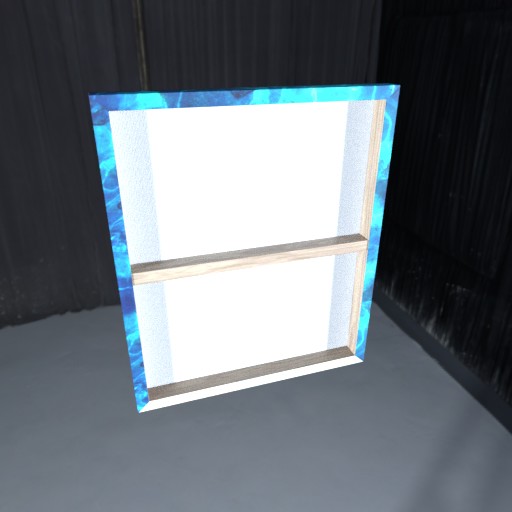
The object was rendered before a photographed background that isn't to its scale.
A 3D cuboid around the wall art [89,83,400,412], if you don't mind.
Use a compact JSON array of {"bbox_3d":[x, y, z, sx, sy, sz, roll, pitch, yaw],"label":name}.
[{"bbox_3d":[0.000,0.000,0.715,0.432,0.508,0.038,-8,27,-16],"label":"wall art"}]
